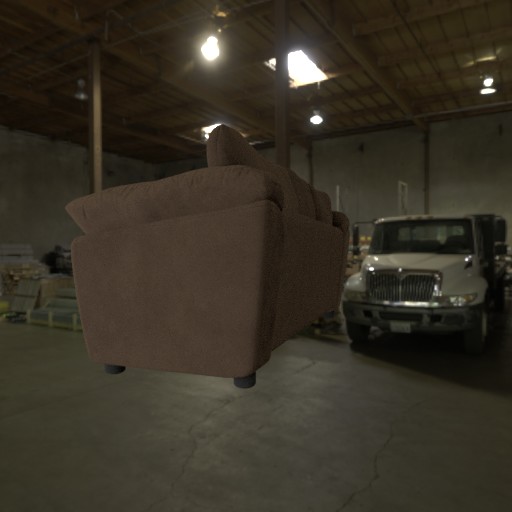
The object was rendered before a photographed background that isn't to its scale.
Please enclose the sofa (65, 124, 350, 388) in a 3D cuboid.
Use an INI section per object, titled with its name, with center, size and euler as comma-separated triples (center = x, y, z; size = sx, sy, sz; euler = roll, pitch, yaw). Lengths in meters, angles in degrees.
[sofa]
center = 0.000, 0.000, 2.748
size = 0.878, 1.015, 2.336
euler = 0, 1, 19
